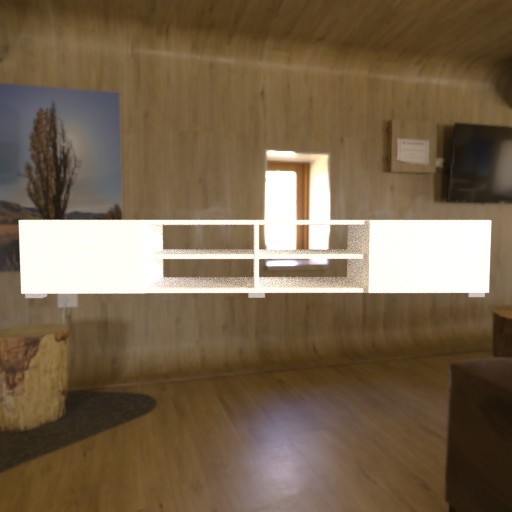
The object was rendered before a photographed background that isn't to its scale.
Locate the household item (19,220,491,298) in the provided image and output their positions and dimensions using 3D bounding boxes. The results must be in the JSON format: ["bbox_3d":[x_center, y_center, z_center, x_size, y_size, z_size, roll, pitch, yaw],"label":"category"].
[{"bbox_3d":[0.000,0.000,1.951,1.850,0.310,0.420,0,4,-1],"label":"household item"}]
